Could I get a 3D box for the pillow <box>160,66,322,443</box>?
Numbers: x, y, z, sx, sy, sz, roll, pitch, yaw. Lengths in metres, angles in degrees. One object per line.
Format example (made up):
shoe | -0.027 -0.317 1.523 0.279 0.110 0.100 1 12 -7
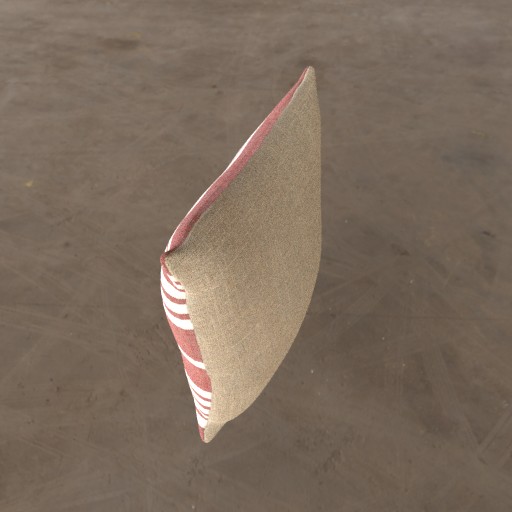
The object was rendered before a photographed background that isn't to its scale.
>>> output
pillow | 0.000 0.000 0.682 0.182 0.427 0.439 17 49 16
